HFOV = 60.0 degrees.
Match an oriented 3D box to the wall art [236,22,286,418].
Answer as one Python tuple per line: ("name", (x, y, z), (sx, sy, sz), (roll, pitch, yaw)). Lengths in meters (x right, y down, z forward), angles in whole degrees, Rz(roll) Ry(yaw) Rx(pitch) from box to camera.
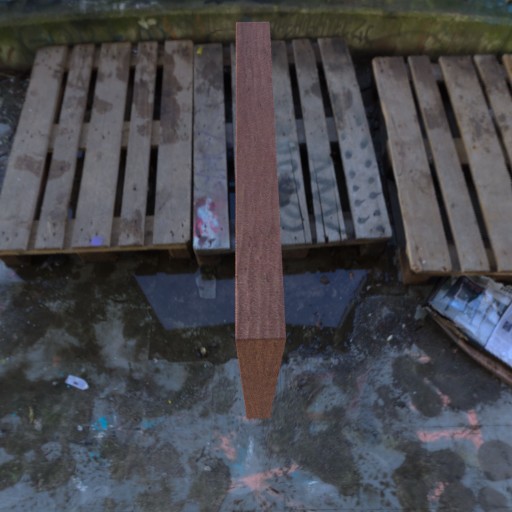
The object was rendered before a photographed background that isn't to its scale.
("wall art", (0.000, 0.000, 0.626), (0.039, 0.449, 0.377), (-1, 63, -1))
